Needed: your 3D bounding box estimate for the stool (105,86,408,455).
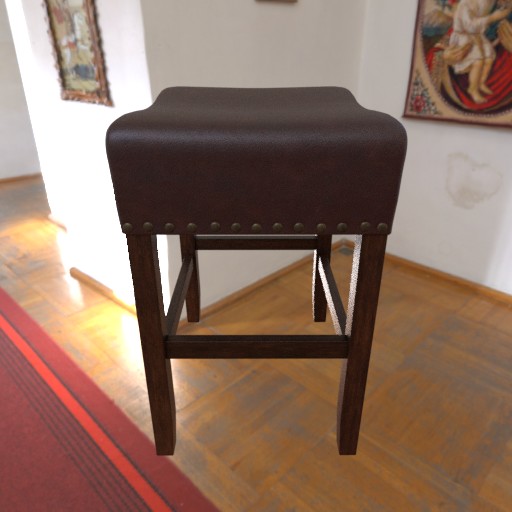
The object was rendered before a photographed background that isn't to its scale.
[{"bbox_3d":[0.000,0.000,0.898,0.397,0.608,0.465,0,27,0],"label":"stool"}]
